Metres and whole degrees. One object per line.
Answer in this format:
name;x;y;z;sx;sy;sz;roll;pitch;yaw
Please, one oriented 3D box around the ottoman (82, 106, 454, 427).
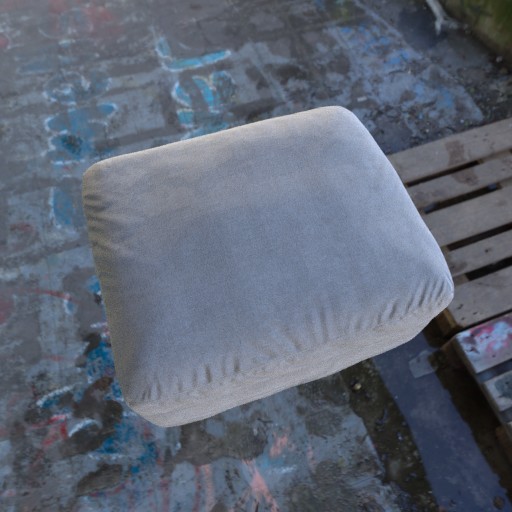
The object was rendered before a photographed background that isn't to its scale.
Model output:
ottoman;0.000;0.000;1.244;0.837;0.481;0.683;-17;64;-8
